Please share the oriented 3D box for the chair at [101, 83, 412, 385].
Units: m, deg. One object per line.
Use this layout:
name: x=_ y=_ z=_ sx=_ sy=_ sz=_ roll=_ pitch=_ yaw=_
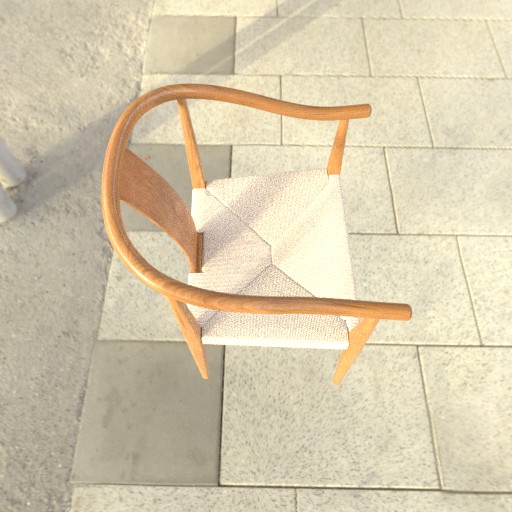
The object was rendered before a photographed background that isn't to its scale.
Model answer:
chair: x=0.000 y=0.000 z=1.190 sx=0.579 sy=0.800 sz=0.556 roll=-1 pitch=63 yaw=-1
